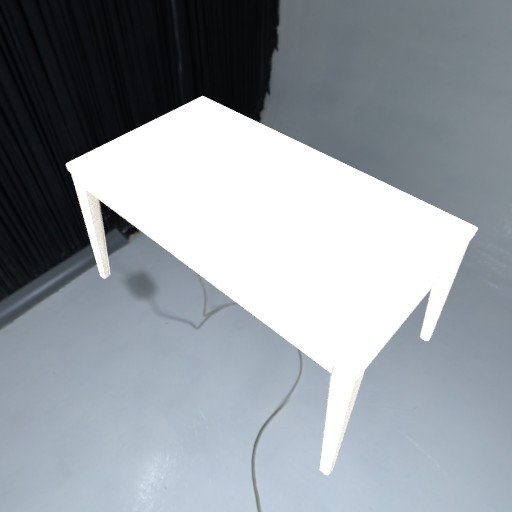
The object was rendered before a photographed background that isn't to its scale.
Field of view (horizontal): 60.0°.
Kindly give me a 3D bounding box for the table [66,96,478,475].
[{"bbox_3d":[0.000,0.000,2.114,1.600,0.760,0.900,34,56,27],"label":"table"}]
